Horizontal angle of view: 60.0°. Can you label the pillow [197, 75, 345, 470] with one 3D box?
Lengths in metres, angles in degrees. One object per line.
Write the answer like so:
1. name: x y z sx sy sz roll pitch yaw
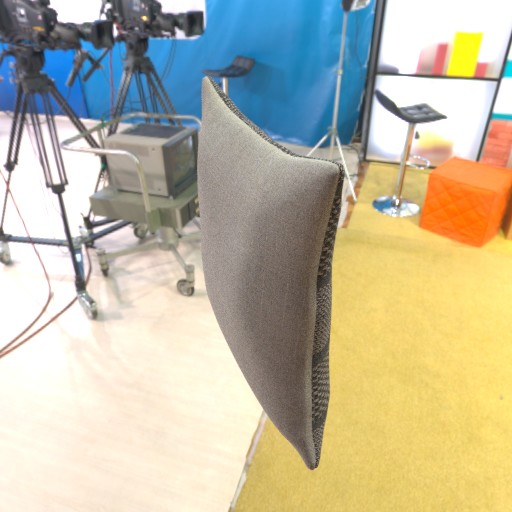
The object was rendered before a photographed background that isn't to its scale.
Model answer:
1. pillow: 0.000 0.000 0.654 0.138 0.432 0.435 -11 34 -17
